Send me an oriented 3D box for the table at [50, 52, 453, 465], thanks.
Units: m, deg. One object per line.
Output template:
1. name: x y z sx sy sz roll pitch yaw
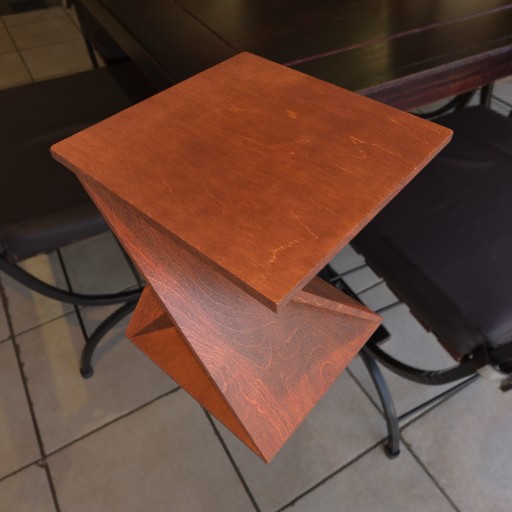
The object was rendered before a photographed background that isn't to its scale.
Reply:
1. table: 0.000 0.000 0.851 0.427 0.520 0.427 33 56 26
